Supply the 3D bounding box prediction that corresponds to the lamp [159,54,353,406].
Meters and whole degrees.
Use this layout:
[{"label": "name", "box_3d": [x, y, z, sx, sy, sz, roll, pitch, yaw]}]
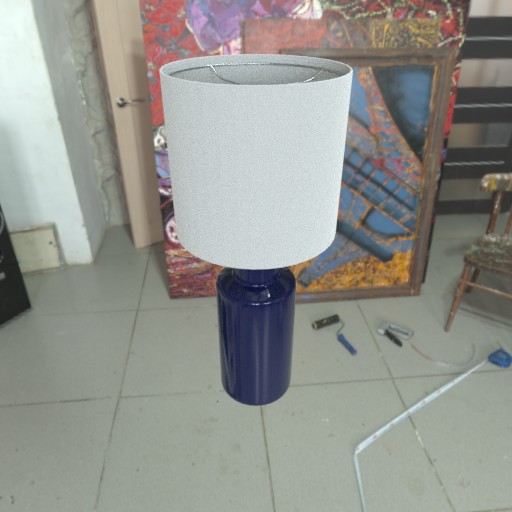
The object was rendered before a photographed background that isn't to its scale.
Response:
[{"label": "lamp", "box_3d": [0.000, 0.000, 0.621, 0.212, 0.493, 0.212, -20, 37, -29]}]
